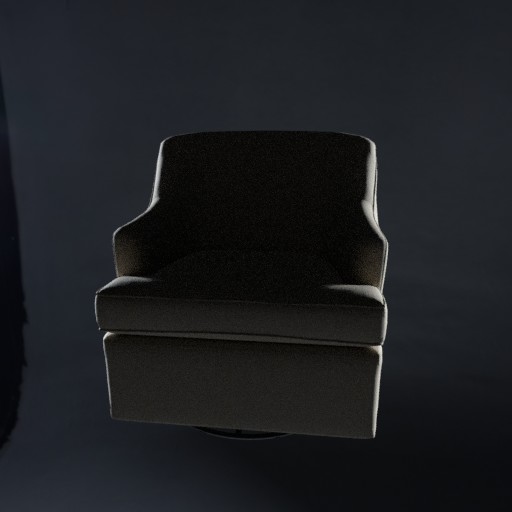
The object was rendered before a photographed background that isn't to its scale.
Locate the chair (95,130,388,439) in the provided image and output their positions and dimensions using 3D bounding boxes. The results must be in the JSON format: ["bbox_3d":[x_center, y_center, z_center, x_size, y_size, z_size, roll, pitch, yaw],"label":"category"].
[{"bbox_3d":[0.000,0.000,1.558,0.864,0.856,0.923,2,15,7],"label":"chair"}]
